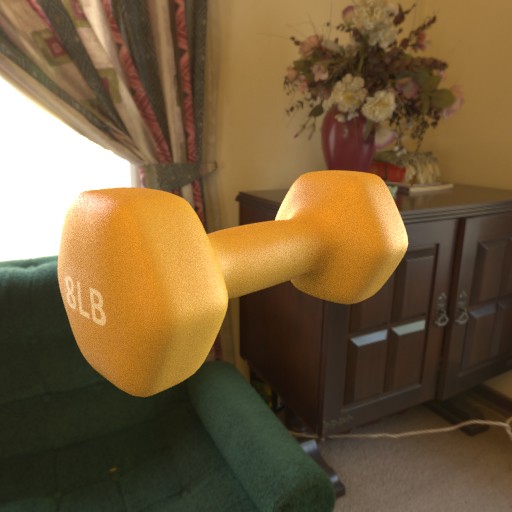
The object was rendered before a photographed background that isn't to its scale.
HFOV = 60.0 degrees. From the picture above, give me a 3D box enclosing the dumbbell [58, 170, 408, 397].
[{"bbox_3d":[0.000,0.000,0.236,0.190,0.082,0.090,-14,20,-42],"label":"dumbbell"}]
